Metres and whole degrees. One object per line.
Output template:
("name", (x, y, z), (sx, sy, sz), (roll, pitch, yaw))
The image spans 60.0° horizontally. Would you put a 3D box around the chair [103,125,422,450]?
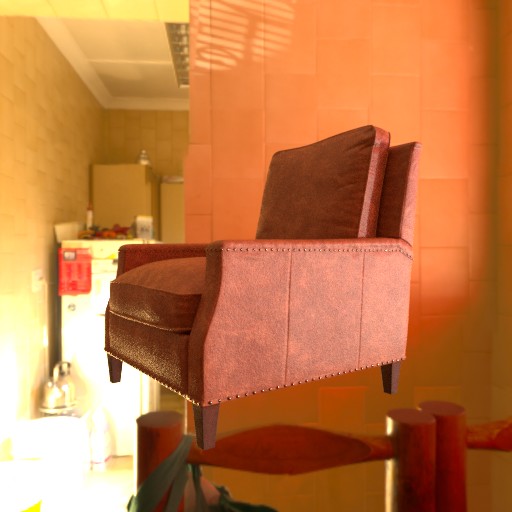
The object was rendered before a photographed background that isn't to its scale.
("chair", (0.000, 0.000, 1.802), (1.035, 1.054, 0.854), (0, 1, -36))
